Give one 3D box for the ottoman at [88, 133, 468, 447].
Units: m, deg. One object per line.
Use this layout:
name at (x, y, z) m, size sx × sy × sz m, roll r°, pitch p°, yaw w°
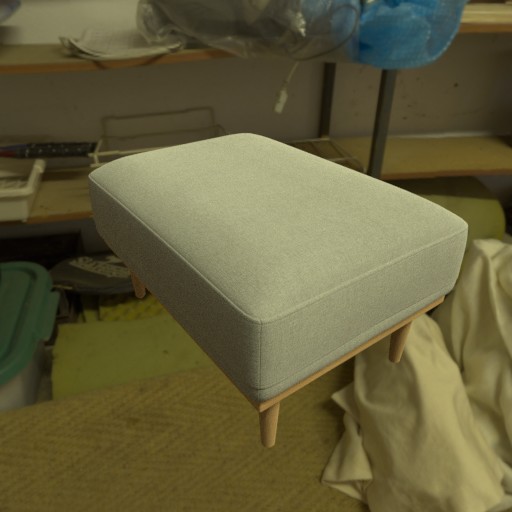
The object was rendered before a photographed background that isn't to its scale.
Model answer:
ottoman at (0.000, 0.000, 1.074) m, size 0.549 × 0.428 × 0.749 m, roll -21°, pitch 37°, yaw -30°
